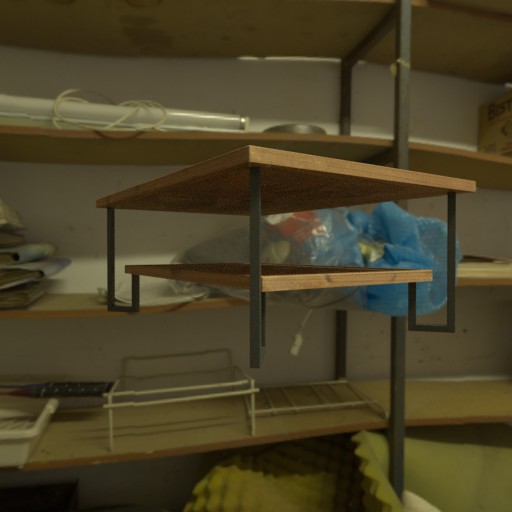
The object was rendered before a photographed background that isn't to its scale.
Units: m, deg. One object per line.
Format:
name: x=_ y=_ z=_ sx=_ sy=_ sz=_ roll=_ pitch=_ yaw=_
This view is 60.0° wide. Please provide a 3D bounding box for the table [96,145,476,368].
table: x=0.000 y=0.000 z=1.699 sx=0.877 sy=0.492 sz=1.238 roll=0 pitch=1 yaw=-34
